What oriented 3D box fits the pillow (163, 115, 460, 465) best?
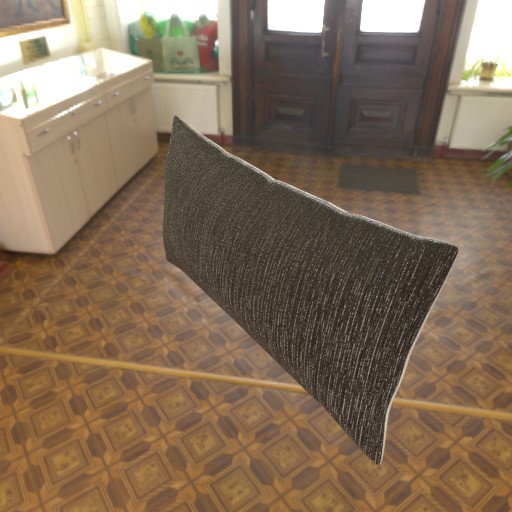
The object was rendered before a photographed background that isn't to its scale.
[{"bbox_3d":[0.000,0.000,0.706,0.156,0.305,0.608,-21,38,-30],"label":"pillow"}]
